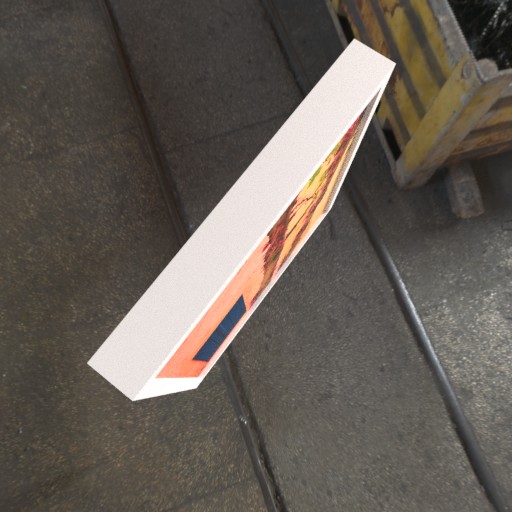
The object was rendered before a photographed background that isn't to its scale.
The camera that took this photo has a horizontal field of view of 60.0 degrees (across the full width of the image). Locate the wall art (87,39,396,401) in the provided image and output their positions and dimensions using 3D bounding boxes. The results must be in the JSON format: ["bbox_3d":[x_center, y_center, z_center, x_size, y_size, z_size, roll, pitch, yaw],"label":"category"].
[{"bbox_3d":[0.000,0.000,0.453,0.038,0.302,0.305,36,78,9],"label":"wall art"}]
